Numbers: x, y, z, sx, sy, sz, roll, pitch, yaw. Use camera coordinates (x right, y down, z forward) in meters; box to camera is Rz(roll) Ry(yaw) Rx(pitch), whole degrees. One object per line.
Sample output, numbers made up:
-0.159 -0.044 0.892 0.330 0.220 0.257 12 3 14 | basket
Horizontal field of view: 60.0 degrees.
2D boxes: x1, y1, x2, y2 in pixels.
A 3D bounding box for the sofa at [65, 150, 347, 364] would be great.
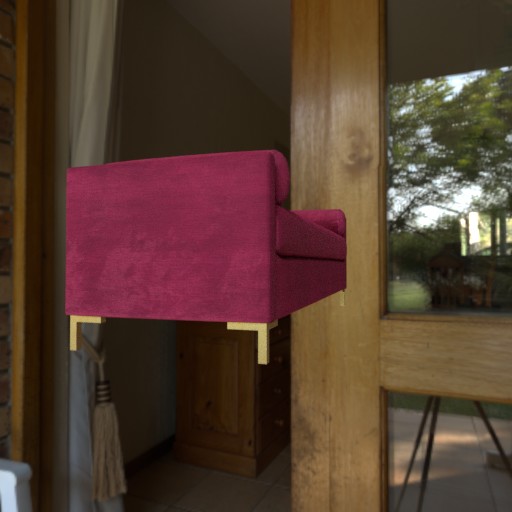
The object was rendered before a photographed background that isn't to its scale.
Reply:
0.000 0.000 2.453 0.796 0.705 2.102 0 -1 18 | sofa
